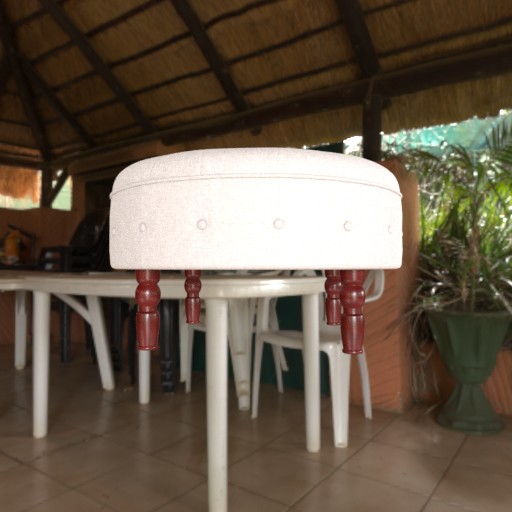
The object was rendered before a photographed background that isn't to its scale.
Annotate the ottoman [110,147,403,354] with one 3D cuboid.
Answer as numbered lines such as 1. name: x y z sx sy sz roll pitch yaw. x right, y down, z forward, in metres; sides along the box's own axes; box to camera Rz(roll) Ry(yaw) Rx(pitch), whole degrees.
1. ottoman: 0.000 0.000 1.351 0.849 0.478 0.849 0 -1 0
